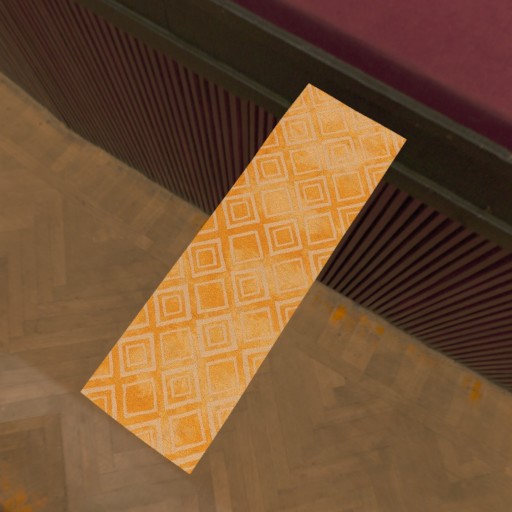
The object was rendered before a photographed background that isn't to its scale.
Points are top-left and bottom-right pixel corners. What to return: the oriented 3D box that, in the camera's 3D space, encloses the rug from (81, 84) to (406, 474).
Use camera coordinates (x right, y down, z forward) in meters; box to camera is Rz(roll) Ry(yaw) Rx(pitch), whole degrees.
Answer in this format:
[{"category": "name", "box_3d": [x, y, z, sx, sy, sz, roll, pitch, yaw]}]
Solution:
[{"category": "rug", "box_3d": [0.000, 0.000, 2.712, 0.775, 0.010, 2.438, 33, 77, 9]}]
